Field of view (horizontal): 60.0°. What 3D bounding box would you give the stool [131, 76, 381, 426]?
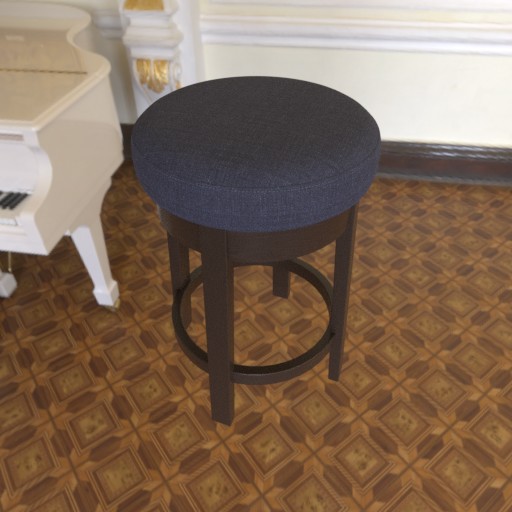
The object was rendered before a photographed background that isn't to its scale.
[{"bbox_3d":[0.000,0.000,0.958,0.449,0.655,0.449,0,41,0],"label":"stool"}]
